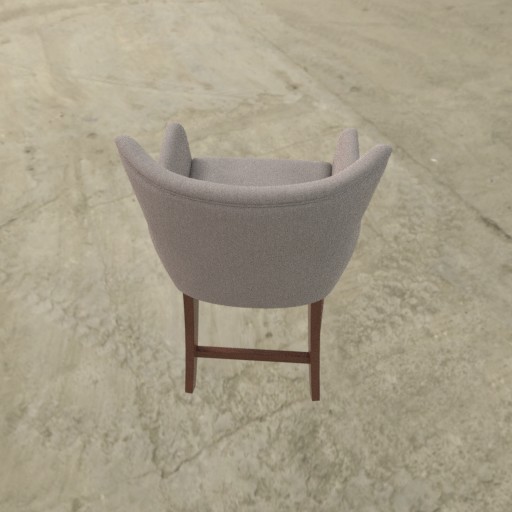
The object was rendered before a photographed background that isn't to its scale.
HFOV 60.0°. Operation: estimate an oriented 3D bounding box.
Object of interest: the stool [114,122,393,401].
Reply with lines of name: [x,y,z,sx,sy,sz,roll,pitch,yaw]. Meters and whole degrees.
stool: [0.000,0.000,1.321,0.575,0.951,0.575,3,46,3]
